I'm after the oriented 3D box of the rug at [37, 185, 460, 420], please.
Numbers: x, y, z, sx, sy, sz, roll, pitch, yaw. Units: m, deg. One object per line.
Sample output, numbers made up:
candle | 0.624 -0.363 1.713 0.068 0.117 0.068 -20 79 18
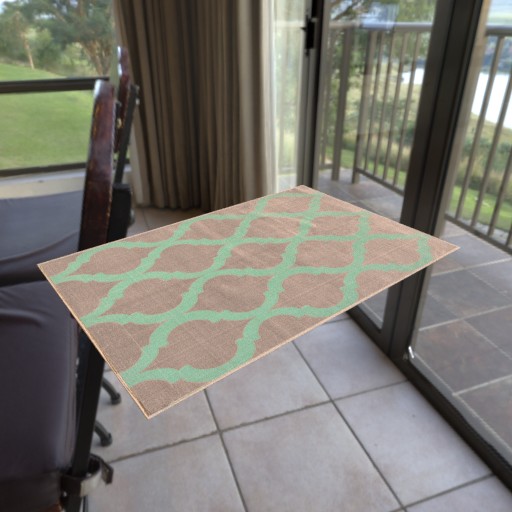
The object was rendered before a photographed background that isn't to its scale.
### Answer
rug | 0.000 0.000 2.867 2.286 0.006 1.524 -21 36 -33
